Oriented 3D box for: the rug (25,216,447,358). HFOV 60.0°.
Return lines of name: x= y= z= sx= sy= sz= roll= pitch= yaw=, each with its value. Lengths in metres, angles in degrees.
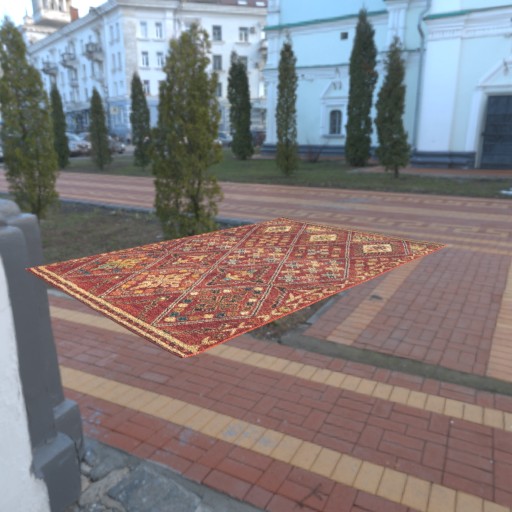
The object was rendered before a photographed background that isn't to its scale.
rug: x=0.000 y=0.000 z=2.835 sx=1.521 sy=0.026 sz=2.286 roll=15 pitch=21 yaw=43
